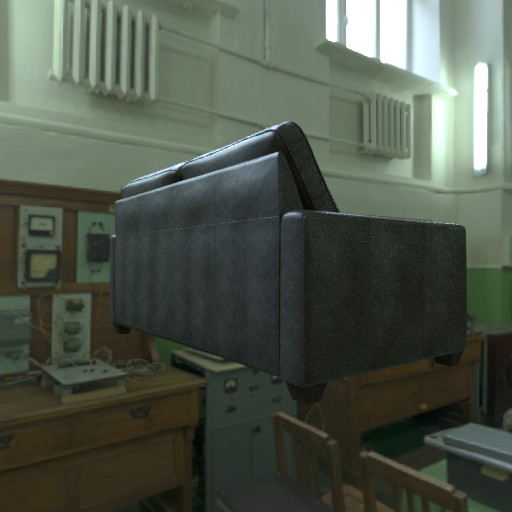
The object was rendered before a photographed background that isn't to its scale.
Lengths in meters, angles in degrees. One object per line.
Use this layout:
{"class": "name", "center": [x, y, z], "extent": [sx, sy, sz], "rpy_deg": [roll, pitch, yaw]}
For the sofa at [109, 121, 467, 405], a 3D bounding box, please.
{"class": "sofa", "center": [0.000, 0.000, 2.256], "extent": [0.939, 0.916, 1.732], "rpy_deg": [0, -1, -37]}
